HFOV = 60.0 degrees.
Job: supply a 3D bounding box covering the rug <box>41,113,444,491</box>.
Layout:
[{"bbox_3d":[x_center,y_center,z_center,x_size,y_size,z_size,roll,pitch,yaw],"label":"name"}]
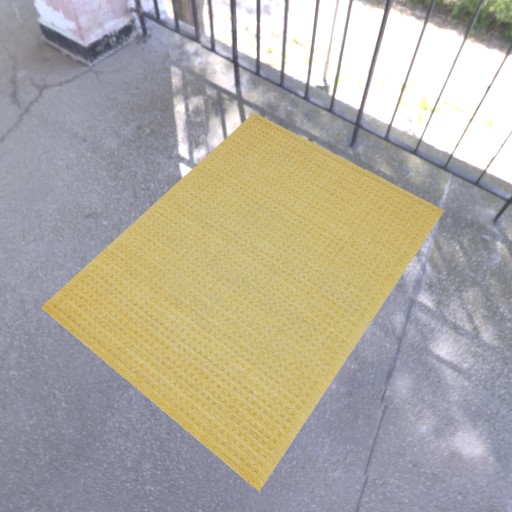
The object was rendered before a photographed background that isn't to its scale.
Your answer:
[{"bbox_3d":[0.000,0.000,4.345,2.486,0.015,3.242,33,64,18],"label":"rug"}]
